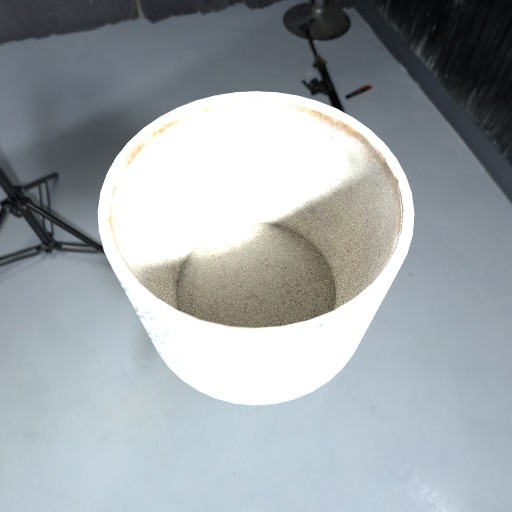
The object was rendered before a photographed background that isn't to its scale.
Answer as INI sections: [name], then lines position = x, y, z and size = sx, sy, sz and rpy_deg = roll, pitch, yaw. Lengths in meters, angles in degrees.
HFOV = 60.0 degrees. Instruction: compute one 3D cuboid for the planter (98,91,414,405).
[planter]
position = 0.000, 0.000, 0.325
size = 0.186, 0.144, 0.186
rpy_deg = 0, 58, 0
